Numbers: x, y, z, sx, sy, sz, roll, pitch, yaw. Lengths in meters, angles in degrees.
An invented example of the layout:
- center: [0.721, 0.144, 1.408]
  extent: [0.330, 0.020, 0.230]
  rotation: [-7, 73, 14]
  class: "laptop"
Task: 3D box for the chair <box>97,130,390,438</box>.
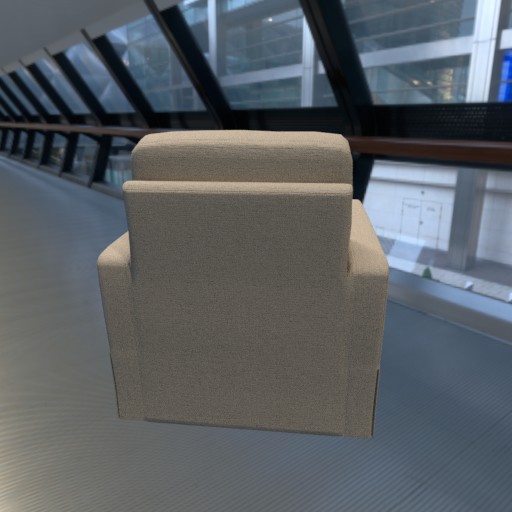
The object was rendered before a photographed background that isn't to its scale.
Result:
- center: [0.000, 0.000, 1.515]
  extent: [0.755, 0.827, 0.888]
  rotation: [2, 16, 7]
  class: "chair"
